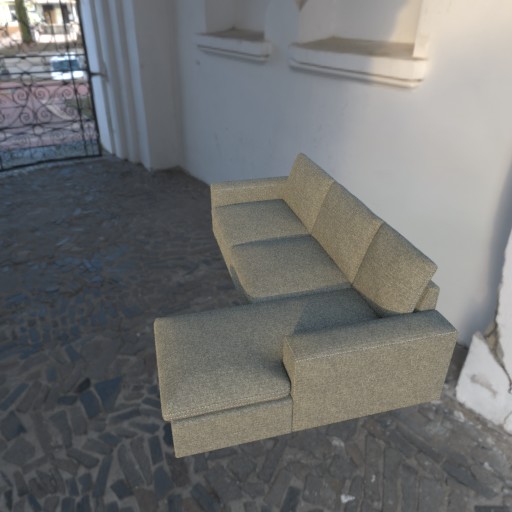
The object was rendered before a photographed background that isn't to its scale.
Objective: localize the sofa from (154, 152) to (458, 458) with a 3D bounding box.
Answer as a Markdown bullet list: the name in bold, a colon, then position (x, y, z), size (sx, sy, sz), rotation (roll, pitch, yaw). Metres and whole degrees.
- **sofa**: position (0.000, 0.000, 3.539), size (1.689, 0.940, 2.718), rotation (-7, 31, -13)
